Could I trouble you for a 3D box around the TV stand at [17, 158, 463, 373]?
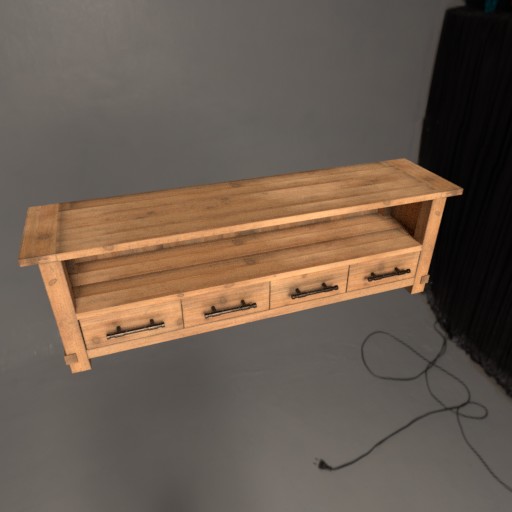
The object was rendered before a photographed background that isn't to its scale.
[{"bbox_3d":[0.000,0.000,2.022,1.804,0.573,0.453,-10,33,-17],"label":"TV stand"}]
